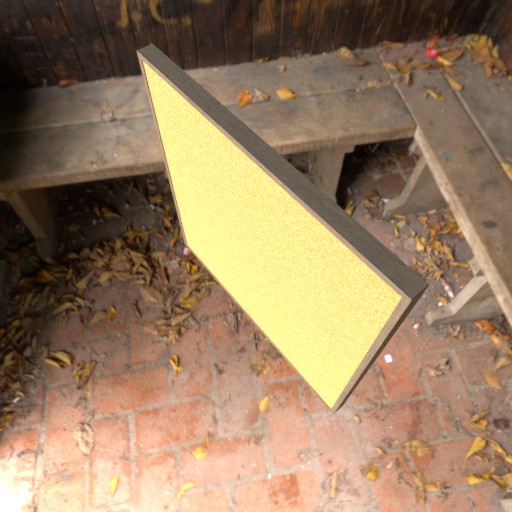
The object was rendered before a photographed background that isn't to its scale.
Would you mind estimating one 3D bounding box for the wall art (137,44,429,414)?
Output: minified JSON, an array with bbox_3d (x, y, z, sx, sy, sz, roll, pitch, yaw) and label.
[{"bbox_3d":[0.000,0.000,1.121,0.039,0.758,0.758,-35,65,-19],"label":"wall art"}]
